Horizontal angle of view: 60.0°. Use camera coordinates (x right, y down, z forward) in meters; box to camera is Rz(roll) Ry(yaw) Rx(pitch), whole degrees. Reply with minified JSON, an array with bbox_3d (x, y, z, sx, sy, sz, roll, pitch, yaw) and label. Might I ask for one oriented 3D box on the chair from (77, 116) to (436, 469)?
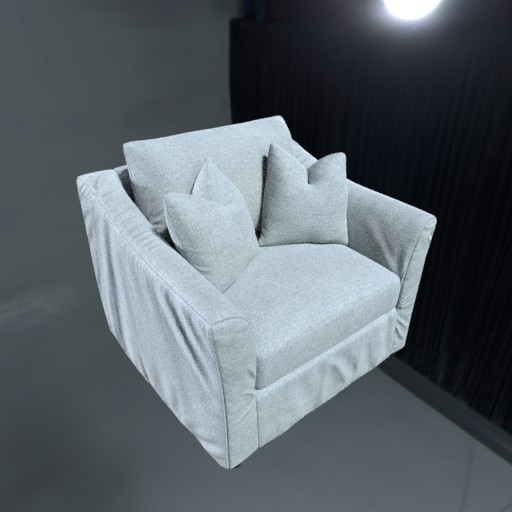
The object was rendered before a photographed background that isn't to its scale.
[{"bbox_3d":[0.000,0.000,2.053,1.194,1.059,1.071,-22,37,-33],"label":"chair"}]
